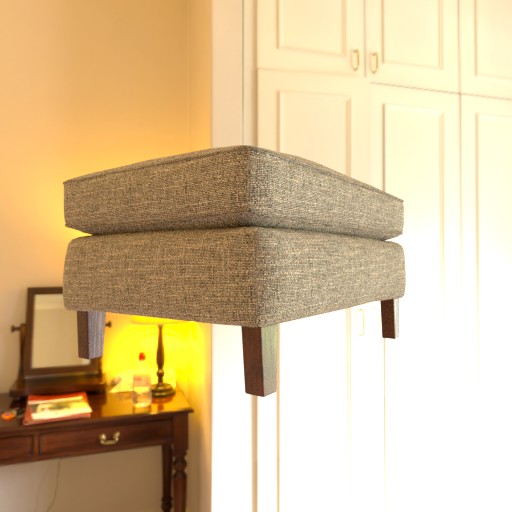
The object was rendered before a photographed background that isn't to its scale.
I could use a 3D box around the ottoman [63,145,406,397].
[{"bbox_3d":[0.000,0.000,0.994,0.508,0.406,0.686,0,-1,35],"label":"ottoman"}]
